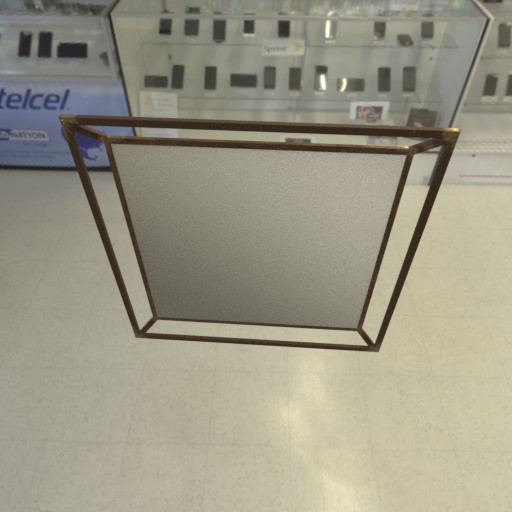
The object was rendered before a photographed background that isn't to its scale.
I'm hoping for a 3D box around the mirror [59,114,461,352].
[{"bbox_3d":[0.000,0.000,0.902,0.610,0.610,0.032,3,46,3],"label":"mirror"}]
